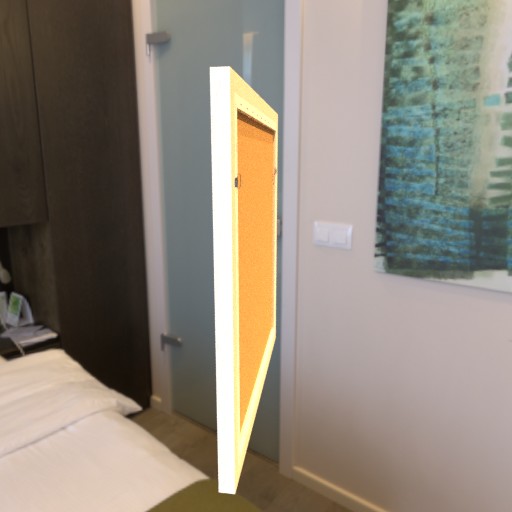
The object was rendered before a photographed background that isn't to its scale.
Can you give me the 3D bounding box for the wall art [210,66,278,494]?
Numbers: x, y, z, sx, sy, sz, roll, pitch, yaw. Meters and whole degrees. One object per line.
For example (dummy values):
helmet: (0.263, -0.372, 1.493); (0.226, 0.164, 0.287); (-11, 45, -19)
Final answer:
wall art: (0.000, 0.000, 1.510); (0.045, 1.016, 1.016); (2, 13, 8)
